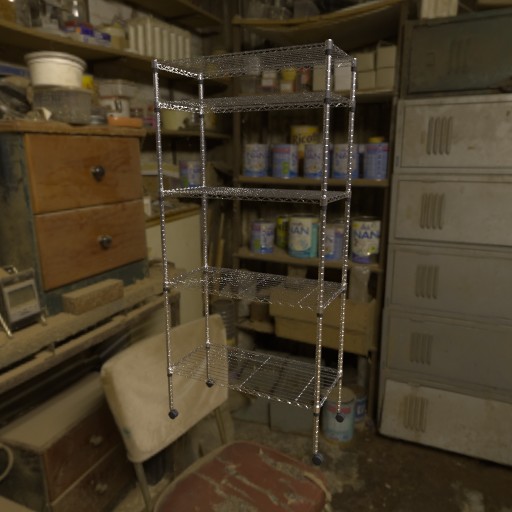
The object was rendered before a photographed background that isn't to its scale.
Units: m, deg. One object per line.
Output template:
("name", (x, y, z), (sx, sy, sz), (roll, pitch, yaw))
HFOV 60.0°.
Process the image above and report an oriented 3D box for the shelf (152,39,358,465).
("shelf", (0.000, 0.000, 1.922), (0.762, 1.587, 0.356), (6, 14, 26))
